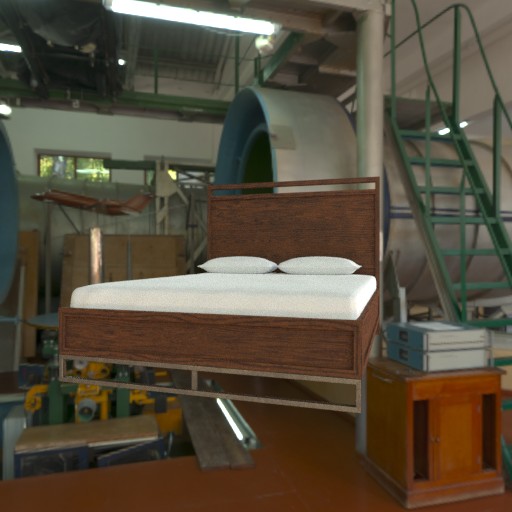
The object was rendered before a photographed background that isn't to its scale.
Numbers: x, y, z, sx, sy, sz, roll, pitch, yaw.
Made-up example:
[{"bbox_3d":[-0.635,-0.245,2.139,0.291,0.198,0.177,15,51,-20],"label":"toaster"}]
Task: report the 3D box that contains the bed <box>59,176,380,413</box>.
[{"bbox_3d":[0.000,0.000,3.424,1.765,1.487,2.218,0,0,18],"label":"bed"}]
